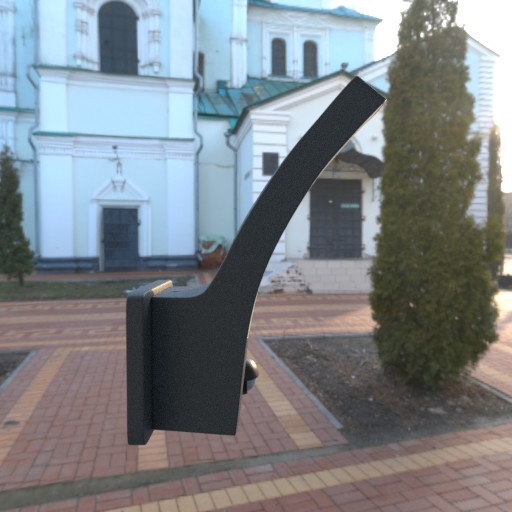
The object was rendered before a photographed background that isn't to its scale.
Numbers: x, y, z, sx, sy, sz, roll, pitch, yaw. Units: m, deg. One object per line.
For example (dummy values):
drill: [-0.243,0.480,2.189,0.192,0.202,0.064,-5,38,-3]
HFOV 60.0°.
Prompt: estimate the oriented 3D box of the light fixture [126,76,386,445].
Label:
light fixture: [0.000,0.000,0.332,0.174,0.243,0.108,0,2,-1]
